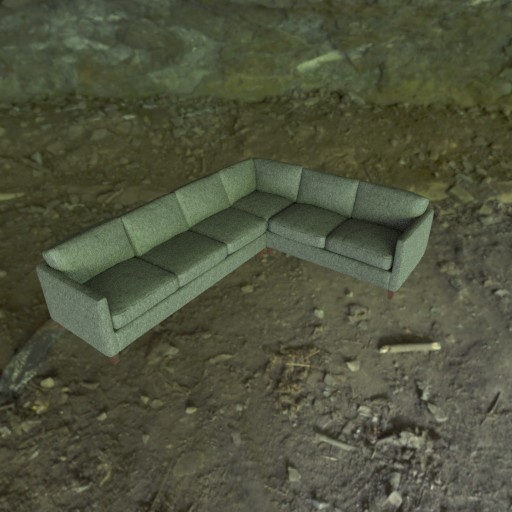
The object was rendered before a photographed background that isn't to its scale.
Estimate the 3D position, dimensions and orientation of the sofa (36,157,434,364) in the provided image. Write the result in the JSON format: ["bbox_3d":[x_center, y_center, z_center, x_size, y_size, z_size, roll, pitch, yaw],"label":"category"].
[{"bbox_3d":[0.000,0.000,4.557,2.593,0.947,3.302,21,37,30],"label":"sofa"}]
